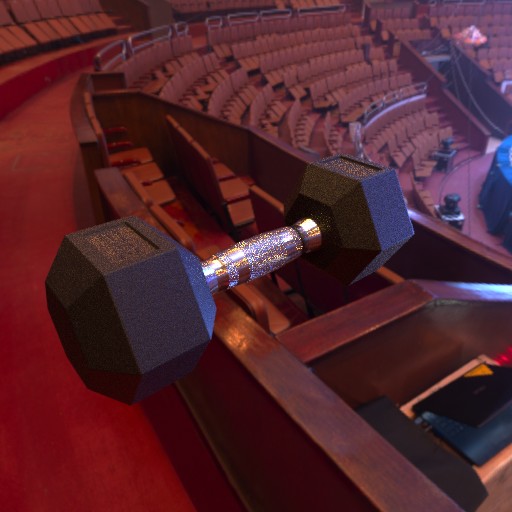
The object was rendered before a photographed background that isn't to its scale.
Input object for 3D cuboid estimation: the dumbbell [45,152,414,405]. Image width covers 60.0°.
[{"bbox_3d":[0.000,0.000,0.319,0.272,0.092,0.106,-23,38,-33],"label":"dumbbell"}]
